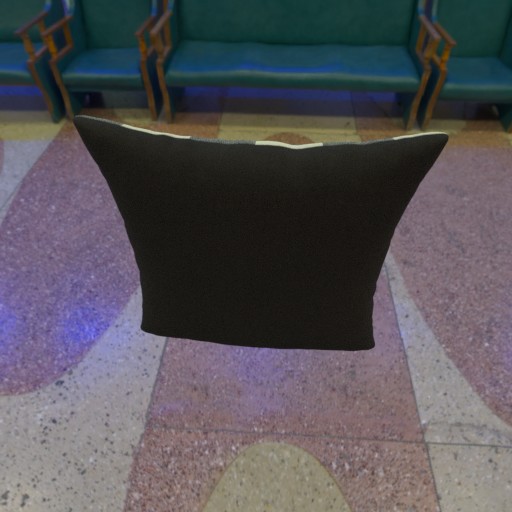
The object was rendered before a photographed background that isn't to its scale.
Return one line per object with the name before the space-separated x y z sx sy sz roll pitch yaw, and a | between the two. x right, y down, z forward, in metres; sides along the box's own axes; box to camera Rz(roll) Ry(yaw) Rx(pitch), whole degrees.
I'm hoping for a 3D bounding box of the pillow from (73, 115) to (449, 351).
pillow | 0.000 0.000 0.780 0.511 0.509 0.161 4 46 4
